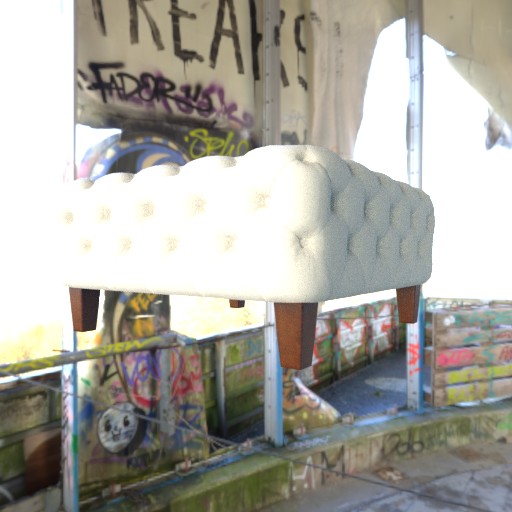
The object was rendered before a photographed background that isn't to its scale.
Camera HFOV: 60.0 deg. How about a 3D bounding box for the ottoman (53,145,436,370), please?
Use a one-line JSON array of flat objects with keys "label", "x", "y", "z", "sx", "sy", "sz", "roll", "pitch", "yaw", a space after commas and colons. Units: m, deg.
[{"label": "ottoman", "x": 0.000, "y": 0.000, "z": 1.182, "sx": 0.755, "sy": 0.376, "sz": 0.753, "roll": 0, "pitch": 0, "yaw": 36}]
